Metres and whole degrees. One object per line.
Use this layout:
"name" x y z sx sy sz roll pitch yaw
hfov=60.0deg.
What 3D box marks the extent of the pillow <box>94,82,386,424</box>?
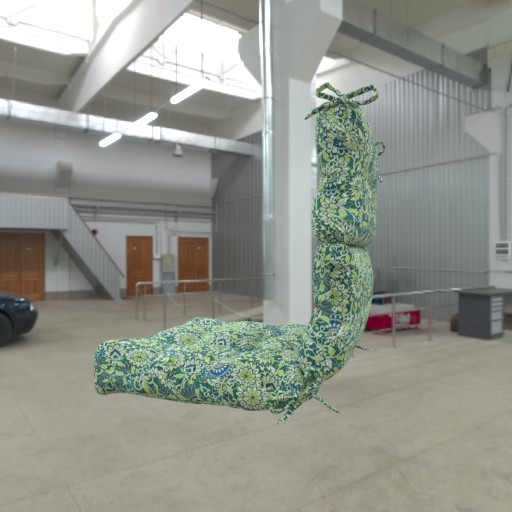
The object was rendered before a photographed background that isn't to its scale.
"pillow" 0.000 0.000 1.031 0.571 0.605 0.519 0 0 18
